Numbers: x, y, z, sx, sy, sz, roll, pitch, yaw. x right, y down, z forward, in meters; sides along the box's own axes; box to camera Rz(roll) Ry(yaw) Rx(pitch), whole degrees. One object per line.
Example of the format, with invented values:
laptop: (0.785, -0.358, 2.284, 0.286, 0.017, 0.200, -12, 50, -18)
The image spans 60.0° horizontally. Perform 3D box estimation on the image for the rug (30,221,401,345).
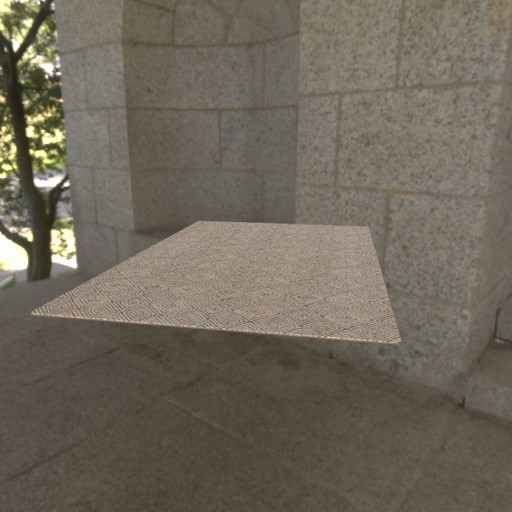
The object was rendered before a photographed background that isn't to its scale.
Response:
rug: (0.000, 0.000, 2.196, 1.175, 0.008, 1.783, 3, 15, 11)
